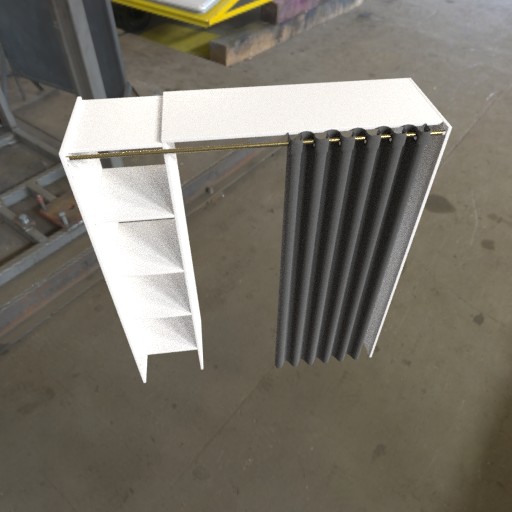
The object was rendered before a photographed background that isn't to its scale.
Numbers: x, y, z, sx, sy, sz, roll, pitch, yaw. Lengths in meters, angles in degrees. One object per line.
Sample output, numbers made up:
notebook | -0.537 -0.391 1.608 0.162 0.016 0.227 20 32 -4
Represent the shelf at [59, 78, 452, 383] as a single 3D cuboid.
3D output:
shelf | 0.000 0.000 2.591 1.600 1.810 0.500 -5 46 -5
